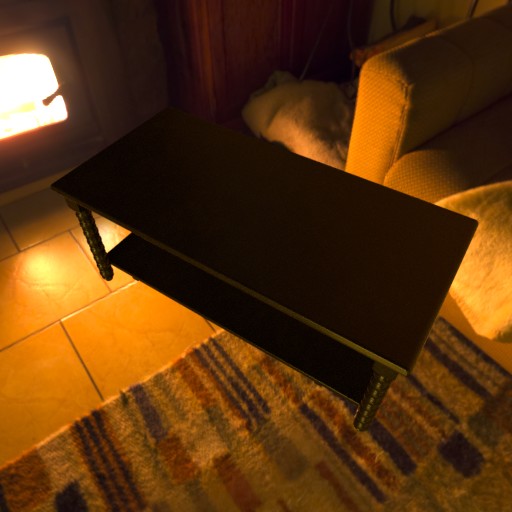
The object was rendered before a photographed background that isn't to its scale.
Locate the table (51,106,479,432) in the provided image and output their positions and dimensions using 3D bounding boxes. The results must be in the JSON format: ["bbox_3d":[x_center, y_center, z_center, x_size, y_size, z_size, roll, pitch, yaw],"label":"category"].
[{"bbox_3d":[0.000,0.000,1.508,1.171,0.487,0.580,26,53,21],"label":"table"}]
